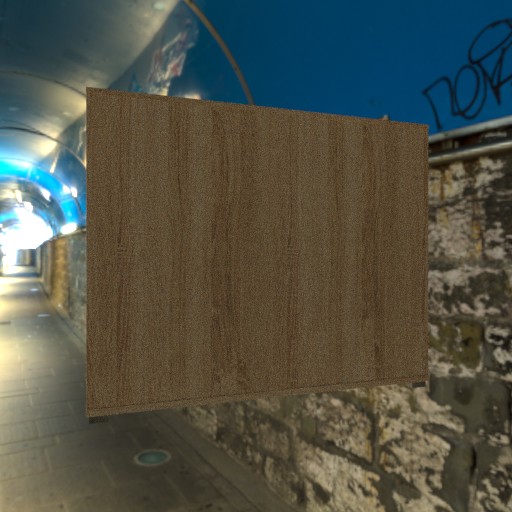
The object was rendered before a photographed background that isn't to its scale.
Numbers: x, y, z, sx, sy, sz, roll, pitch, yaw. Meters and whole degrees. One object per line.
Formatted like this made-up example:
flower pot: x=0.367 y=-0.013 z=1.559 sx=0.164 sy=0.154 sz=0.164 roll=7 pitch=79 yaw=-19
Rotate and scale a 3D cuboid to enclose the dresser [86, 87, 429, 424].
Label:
dresser: x=0.000 y=0.000 z=1.563 sx=1.100 sy=0.900 sz=0.450 roll=0 pitch=0 yaw=-18
